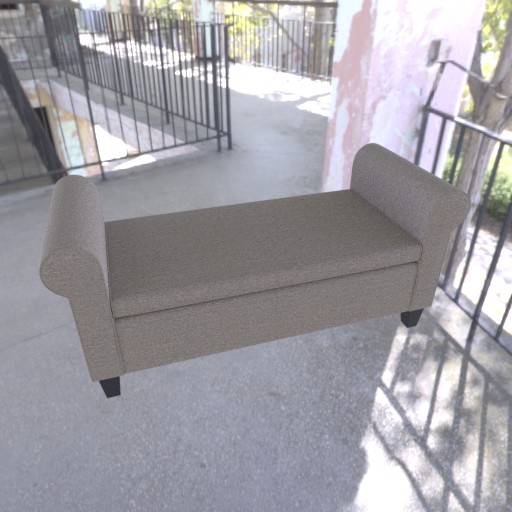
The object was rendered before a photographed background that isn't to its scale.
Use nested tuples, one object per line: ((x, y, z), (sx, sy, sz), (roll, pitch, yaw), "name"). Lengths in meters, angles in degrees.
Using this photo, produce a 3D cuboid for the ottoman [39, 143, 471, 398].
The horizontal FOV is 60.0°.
((0.000, 0.000, 1.541), (1.256, 0.547, 0.521), (-10, 33, -15), "ottoman")
